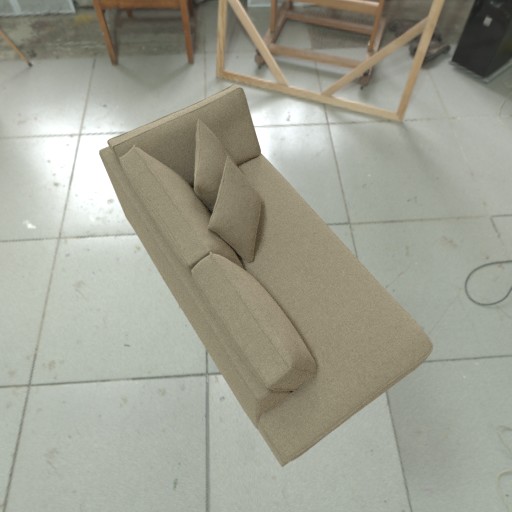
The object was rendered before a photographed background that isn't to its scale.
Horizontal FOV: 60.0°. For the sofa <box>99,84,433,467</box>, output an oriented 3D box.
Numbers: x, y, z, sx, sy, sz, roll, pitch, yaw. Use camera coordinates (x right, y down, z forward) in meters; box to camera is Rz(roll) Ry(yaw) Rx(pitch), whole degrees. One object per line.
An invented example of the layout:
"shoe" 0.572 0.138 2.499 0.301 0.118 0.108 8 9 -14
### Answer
"sofa" 0.000 0.000 2.888 1.110 1.033 2.237 -29 63 -16
